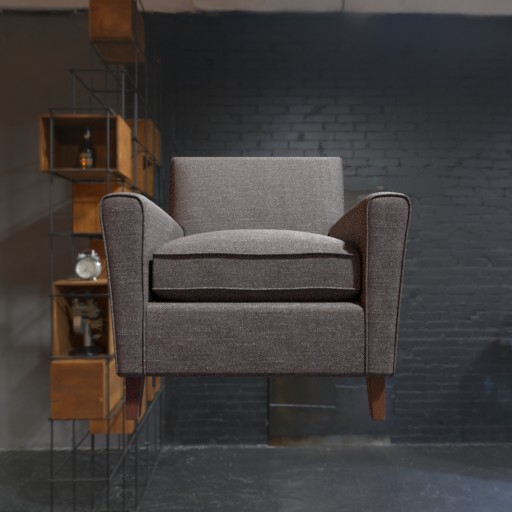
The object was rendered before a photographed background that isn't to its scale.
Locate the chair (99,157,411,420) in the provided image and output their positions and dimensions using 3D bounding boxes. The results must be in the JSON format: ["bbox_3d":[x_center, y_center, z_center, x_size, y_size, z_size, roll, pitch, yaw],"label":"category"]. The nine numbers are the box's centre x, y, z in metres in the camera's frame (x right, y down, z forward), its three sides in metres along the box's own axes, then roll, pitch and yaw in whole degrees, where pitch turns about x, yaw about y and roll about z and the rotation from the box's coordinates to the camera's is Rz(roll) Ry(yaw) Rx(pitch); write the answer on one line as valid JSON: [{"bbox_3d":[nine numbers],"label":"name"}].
[{"bbox_3d":[0.000,0.000,1.608,0.838,0.885,0.875,0,0,0],"label":"chair"}]
